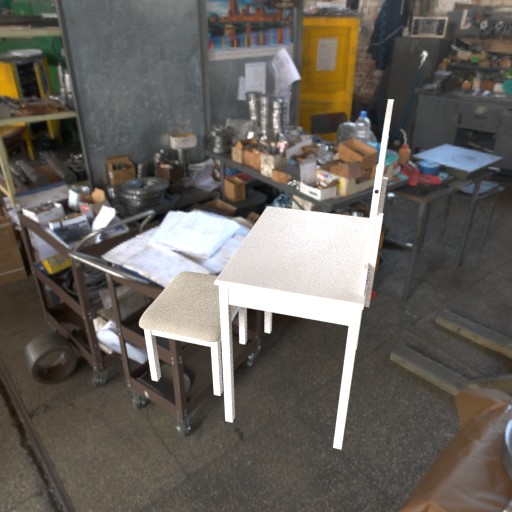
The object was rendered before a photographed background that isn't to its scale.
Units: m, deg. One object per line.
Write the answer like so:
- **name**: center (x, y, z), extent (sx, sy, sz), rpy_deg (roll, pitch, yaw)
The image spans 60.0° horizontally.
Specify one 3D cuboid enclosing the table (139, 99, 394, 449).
- **table**: center (0.000, 0.000, 2.338), extent (1.211, 1.631, 0.876), rpy_deg (8, 30, 14)
